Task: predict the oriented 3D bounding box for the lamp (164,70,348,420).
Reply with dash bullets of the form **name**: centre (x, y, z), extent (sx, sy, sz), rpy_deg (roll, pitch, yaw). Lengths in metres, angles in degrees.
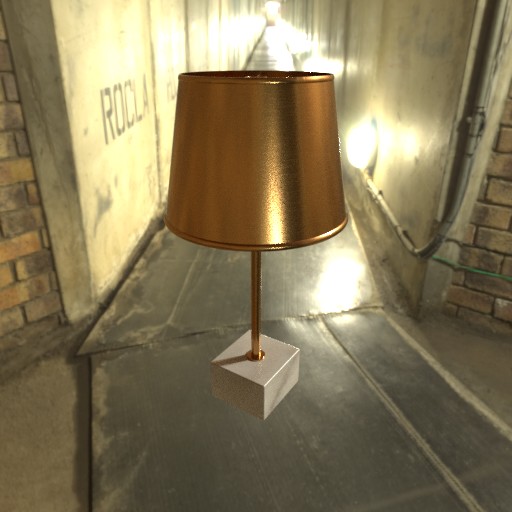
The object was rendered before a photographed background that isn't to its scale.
- **lamp**: centre (0.000, 0.000, 0.533), extent (0.208, 0.406, 0.208), rpy_deg (0, 25, 0)
